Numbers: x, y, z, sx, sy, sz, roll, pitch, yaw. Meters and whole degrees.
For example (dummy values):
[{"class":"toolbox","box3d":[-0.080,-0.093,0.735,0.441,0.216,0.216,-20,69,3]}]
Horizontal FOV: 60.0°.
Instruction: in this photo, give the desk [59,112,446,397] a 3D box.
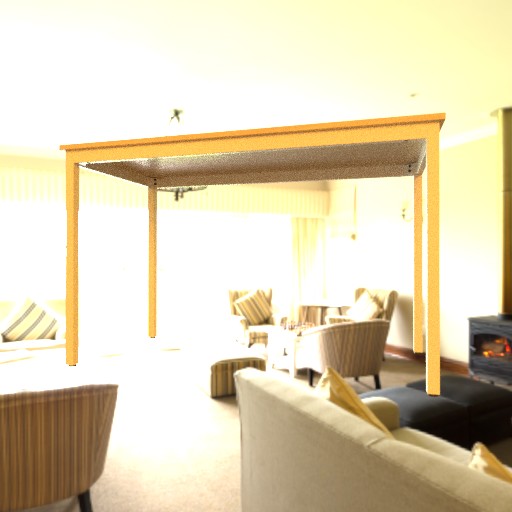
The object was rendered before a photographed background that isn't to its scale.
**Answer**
[{"class":"desk","box3d":[0.000,0.000,1.606,1.200,0.750,0.600,0,0,16]}]
